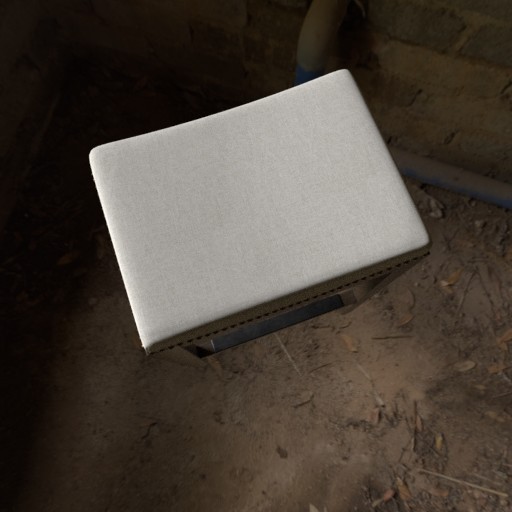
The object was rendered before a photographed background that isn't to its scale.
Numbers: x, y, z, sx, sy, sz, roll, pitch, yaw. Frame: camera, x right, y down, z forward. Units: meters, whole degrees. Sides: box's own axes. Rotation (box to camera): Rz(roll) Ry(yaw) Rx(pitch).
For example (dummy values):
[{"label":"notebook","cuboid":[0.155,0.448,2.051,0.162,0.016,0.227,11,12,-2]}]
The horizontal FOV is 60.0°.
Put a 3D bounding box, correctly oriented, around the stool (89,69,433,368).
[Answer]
[{"label":"stool","cuboid":[0.000,0.000,1.050,0.498,0.759,0.358,-19,76,-5]}]
